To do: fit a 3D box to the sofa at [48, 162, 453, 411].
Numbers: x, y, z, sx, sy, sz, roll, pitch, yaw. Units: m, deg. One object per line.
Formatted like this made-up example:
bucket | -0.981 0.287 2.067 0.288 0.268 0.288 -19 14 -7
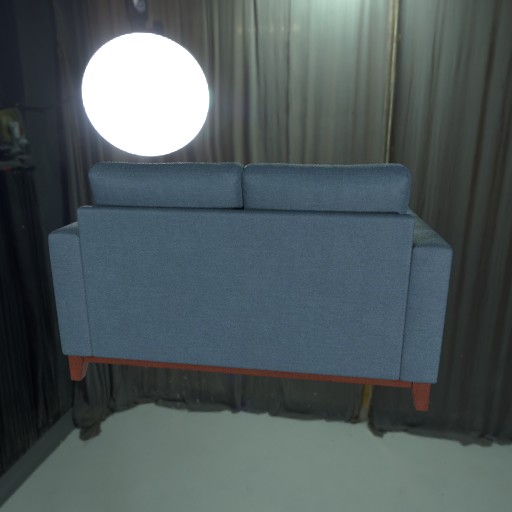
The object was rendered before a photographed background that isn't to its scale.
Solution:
sofa | 0.000 0.000 2.085 1.489 0.903 0.955 2 16 8
